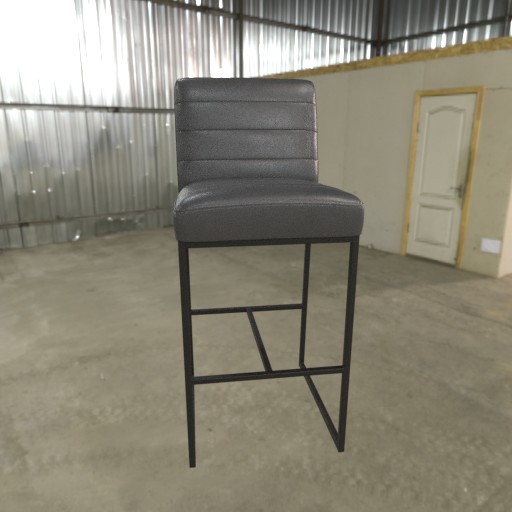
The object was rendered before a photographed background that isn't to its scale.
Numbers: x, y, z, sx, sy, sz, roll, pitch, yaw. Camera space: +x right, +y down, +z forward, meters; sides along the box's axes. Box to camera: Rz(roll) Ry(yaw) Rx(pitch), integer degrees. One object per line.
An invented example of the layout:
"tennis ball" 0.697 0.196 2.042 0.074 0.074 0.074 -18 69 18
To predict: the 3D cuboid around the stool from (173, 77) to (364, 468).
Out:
"stool" 0.000 0.000 1.328 0.457 1.040 0.552 -2 16 -8
